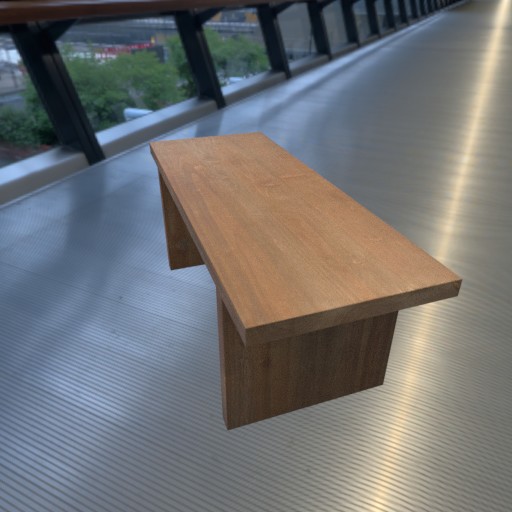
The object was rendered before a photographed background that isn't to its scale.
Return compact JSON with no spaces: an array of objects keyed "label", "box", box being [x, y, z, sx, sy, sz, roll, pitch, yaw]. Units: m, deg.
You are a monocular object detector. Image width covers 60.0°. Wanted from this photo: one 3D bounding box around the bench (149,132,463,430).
[{"label":"bench","box":[0.000,0.000,1.417,0.458,0.458,1.183,-10,32,-17]}]
